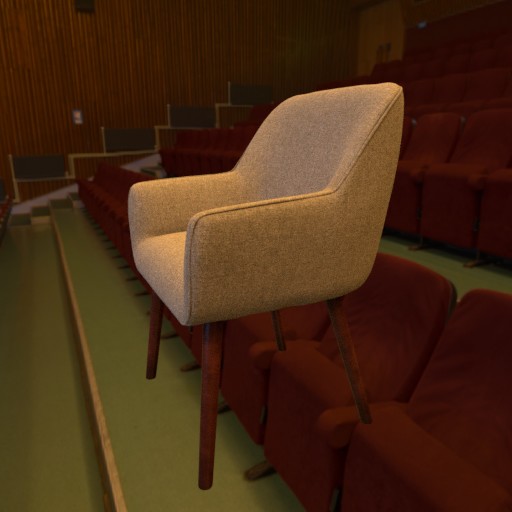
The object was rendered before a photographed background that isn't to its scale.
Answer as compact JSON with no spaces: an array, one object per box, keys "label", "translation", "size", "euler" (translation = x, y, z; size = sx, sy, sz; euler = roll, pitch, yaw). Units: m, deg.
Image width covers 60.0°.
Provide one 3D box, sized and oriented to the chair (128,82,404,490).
[{"label":"chair","translation":[0.000,0.000,1.105],"size":[0.519,0.803,0.543],"euler":[-8,17,-25]}]
